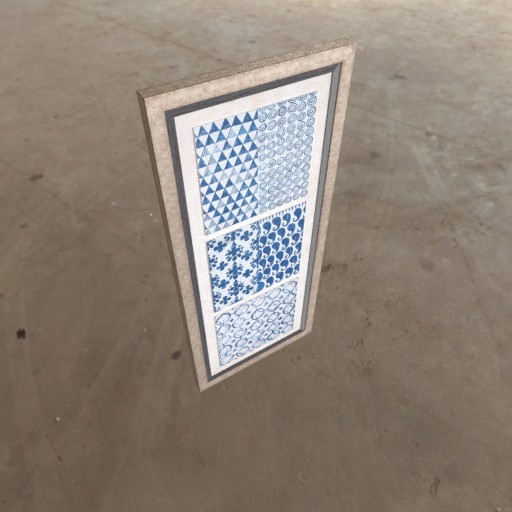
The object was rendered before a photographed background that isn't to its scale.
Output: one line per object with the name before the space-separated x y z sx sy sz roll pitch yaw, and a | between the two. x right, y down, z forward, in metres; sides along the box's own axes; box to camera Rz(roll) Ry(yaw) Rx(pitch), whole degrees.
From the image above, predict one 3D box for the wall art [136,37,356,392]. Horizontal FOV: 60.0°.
wall art | 0.000 0.000 1.698 0.648 1.461 0.051 -24 51 -21
